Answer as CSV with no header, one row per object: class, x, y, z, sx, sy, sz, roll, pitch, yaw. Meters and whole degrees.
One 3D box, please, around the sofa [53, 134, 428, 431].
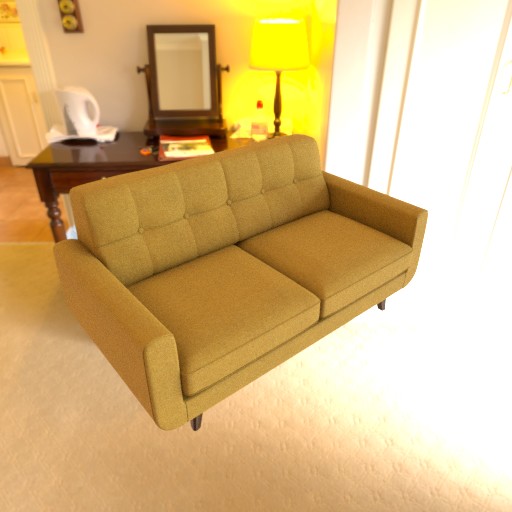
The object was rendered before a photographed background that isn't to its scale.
sofa,0.000,0.000,2.194,1.631,0.841,0.909,-23,38,-33
